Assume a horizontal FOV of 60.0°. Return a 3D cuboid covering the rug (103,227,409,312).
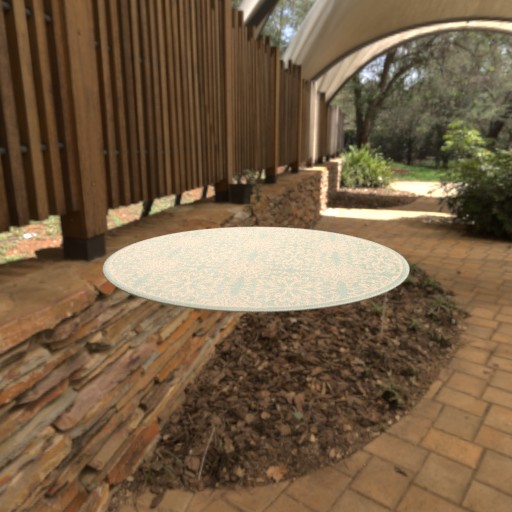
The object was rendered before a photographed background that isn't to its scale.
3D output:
[{"bbox_3d":[0.000,0.000,2.425,1.593,0.012,1.593,0,15,0],"label":"rug"}]
